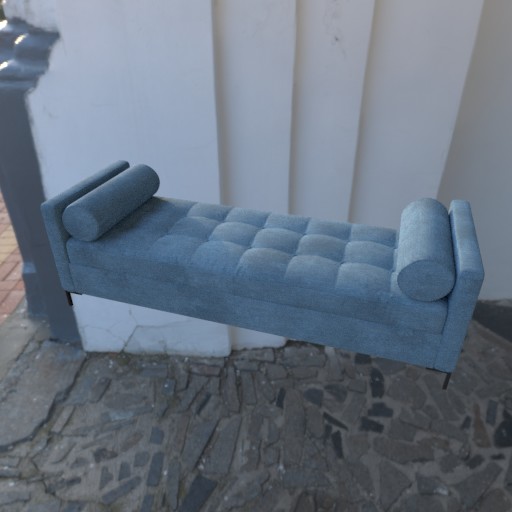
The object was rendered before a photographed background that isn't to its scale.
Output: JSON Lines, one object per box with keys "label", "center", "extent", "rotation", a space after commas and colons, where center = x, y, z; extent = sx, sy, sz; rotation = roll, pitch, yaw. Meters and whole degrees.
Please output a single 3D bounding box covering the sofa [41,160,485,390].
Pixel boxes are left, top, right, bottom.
{"label": "sofa", "center": [0.000, 0.000, 2.304], "extent": [1.981, 0.635, 0.686], "rotation": [9, 33, 15]}
